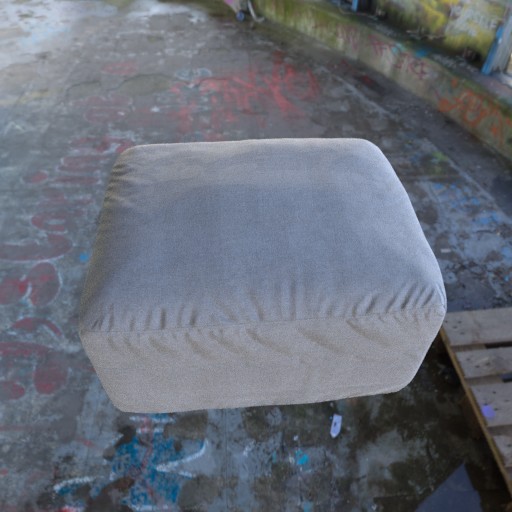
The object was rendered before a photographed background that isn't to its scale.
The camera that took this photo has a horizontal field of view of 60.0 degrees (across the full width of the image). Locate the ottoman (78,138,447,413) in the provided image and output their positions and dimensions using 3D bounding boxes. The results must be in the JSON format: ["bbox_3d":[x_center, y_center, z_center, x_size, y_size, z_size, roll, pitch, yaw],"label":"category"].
[{"bbox_3d":[0.000,0.000,1.247,0.837,0.481,0.683,-3,47,-3],"label":"ottoman"}]
